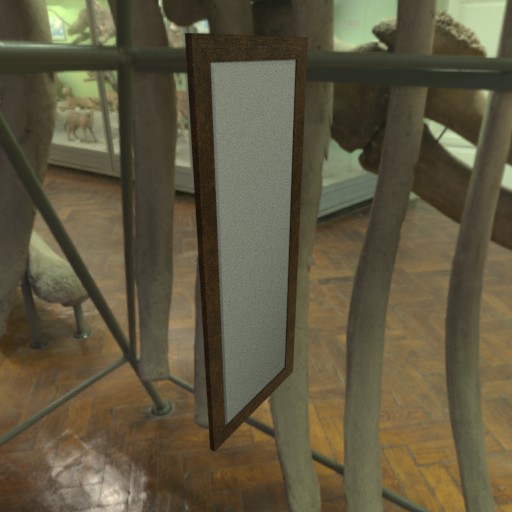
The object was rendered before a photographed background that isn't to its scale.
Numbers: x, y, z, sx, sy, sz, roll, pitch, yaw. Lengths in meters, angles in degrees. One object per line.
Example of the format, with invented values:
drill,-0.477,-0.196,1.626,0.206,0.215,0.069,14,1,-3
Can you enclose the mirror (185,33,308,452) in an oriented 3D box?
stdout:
mirror,0.000,0.000,2.280,0.032,2.031,0.812,17,30,32
